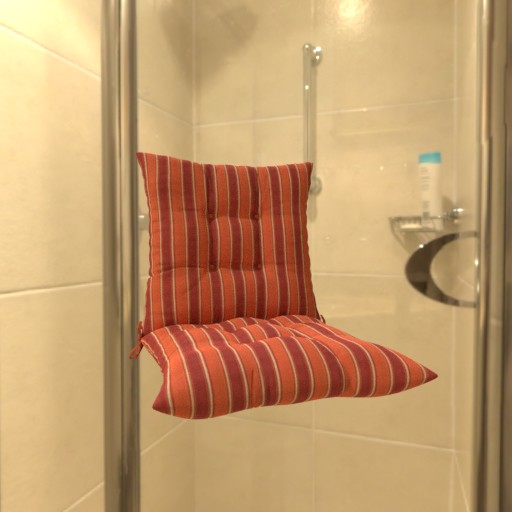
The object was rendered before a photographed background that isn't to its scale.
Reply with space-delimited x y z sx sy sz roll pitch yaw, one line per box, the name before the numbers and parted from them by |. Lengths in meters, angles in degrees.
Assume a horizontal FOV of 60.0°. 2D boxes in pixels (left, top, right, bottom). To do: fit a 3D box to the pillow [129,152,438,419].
pillow | 0.000 0.000 0.993 0.541 0.536 0.585 0 1 -17
